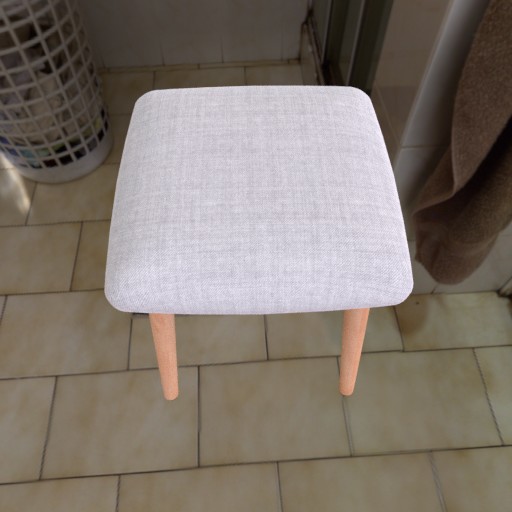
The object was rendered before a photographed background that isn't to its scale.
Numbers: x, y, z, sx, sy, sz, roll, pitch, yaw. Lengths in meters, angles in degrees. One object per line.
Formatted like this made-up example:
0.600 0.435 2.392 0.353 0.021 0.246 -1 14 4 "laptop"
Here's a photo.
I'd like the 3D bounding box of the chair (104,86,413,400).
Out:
0.000 0.000 0.707 0.350 0.440 0.350 -1 59 -1 "chair"
